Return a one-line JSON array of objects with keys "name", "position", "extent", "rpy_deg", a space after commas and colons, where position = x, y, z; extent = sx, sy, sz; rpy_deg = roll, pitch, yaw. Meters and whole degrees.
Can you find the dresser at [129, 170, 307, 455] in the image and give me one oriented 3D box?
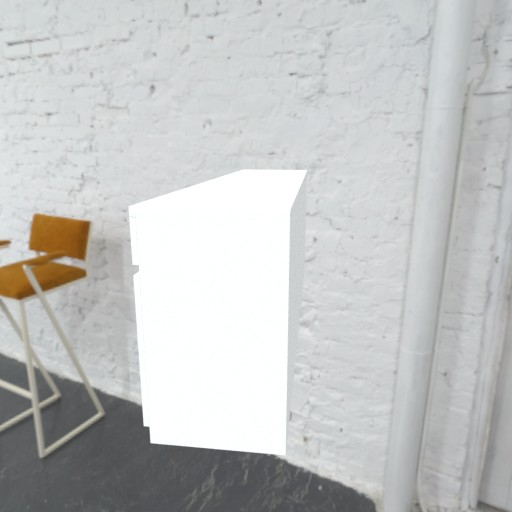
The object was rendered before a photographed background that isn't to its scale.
[{"name": "dresser", "position": [0.000, 0.000, 2.497], "extent": [0.500, 0.840, 2.200], "rpy_deg": [2, 14, 7]}]
